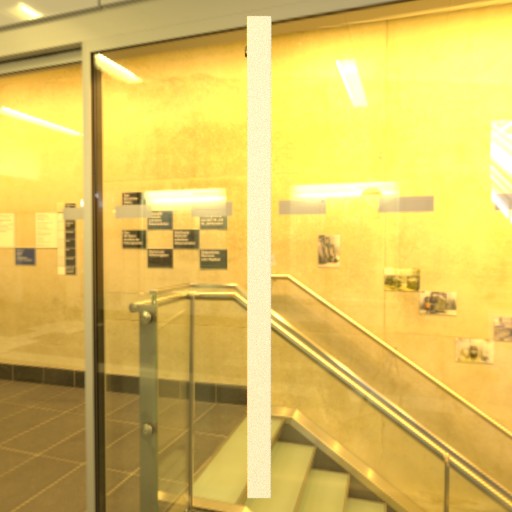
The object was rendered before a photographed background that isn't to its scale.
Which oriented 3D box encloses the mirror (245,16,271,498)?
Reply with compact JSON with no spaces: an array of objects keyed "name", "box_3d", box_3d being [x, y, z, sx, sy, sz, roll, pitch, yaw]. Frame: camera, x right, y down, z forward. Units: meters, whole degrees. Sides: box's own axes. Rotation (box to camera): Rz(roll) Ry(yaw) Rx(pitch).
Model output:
[{"name":"mirror","box_3d":[0.000,0.000,0.906,0.040,0.710,0.507,0,2,-1]}]
